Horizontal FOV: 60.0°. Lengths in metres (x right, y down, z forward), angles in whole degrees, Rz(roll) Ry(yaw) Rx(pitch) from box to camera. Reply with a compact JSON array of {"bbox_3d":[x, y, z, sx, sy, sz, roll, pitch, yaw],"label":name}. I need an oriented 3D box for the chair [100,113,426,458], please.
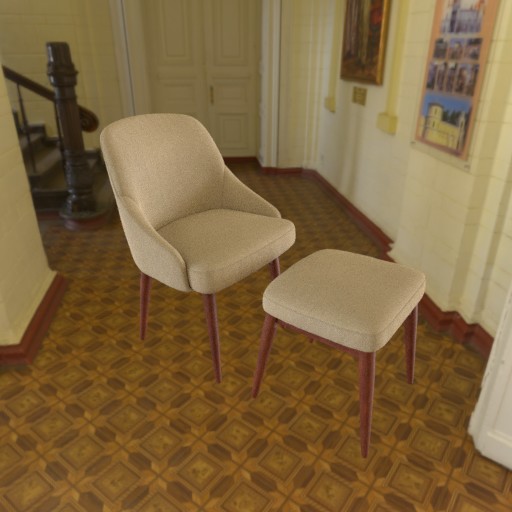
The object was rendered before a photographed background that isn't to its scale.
[{"bbox_3d":[0.000,0.000,1.569,1.114,0.866,0.584,18,31,32],"label":"chair"}]
